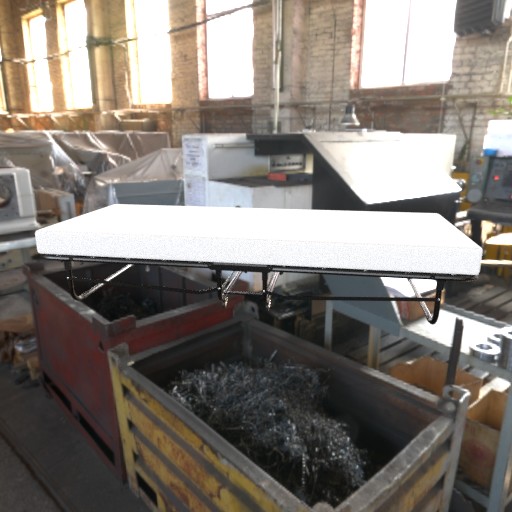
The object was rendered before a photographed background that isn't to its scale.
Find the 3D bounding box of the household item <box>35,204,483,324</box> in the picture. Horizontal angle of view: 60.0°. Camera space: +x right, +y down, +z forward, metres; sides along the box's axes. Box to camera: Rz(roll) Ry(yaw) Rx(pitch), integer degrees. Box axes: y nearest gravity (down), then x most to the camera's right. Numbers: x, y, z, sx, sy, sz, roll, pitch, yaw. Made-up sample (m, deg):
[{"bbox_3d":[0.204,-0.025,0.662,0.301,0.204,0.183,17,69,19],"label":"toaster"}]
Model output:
[{"bbox_3d":[0.000,0.000,2.199,1.905,0.356,0.787,3,16,9],"label":"household item"}]
